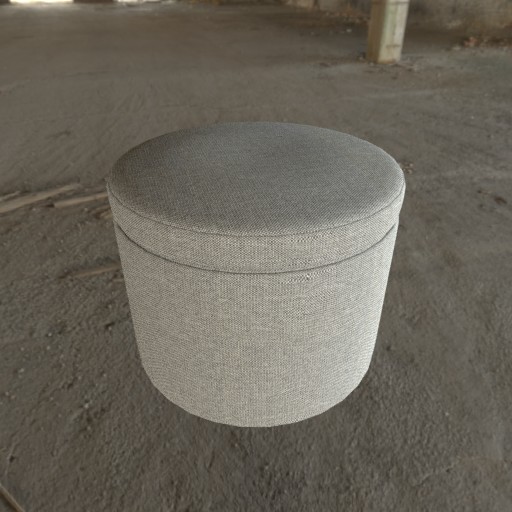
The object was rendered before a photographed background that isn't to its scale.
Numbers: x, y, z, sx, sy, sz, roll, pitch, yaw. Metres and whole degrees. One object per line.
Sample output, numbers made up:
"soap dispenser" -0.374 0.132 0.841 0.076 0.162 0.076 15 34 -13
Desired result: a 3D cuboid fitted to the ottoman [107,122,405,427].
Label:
"ottoman" 0.000 0.000 0.865 0.500 0.419 0.500 0 33 0
